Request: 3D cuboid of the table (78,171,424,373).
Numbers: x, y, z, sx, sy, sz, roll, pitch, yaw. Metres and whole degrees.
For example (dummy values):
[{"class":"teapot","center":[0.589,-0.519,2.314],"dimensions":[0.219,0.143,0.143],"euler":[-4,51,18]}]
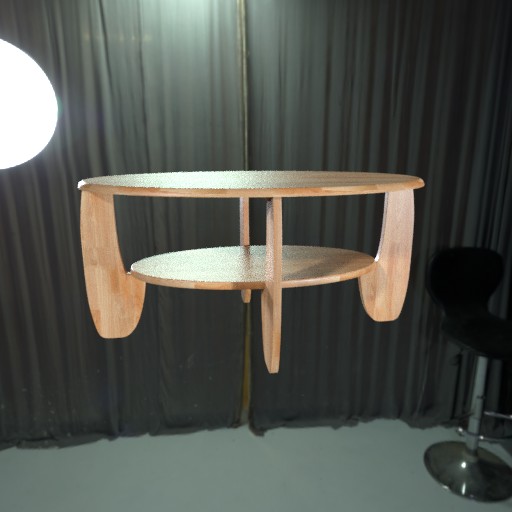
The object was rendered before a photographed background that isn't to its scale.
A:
[{"class":"table","center":[0.000,0.000,1.403],"dimensions":[1.040,0.490,0.690],"euler":[-2,14,-8]}]
